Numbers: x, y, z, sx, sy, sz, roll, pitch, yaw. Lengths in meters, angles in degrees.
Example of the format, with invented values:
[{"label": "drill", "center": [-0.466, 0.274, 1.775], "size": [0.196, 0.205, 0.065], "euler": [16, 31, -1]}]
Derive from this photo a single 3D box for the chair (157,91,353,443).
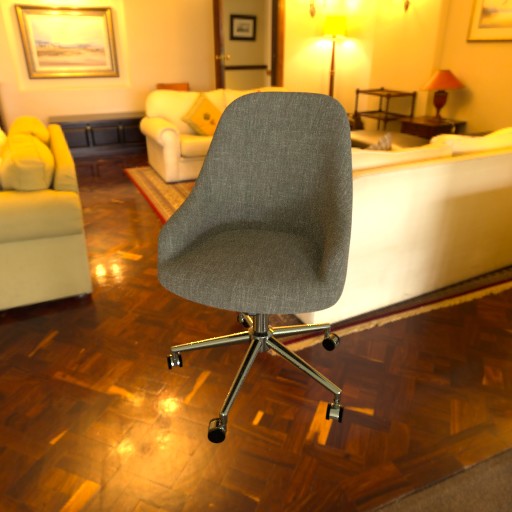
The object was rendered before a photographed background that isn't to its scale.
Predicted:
[{"label": "chair", "center": [0.000, 0.000, 1.440], "size": [0.671, 0.950, 0.712], "euler": [7, 26, 15]}]
